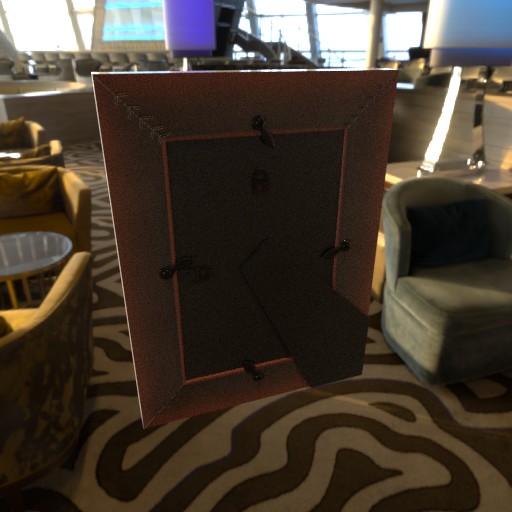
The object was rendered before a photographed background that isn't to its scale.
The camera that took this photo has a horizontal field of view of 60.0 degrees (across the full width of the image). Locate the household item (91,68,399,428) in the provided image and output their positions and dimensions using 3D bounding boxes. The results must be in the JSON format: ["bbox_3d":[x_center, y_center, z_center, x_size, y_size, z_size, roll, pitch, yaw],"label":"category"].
[{"bbox_3d":[0.000,0.000,0.280,0.165,0.216,0.025,-8,26,-18],"label":"household item"}]
